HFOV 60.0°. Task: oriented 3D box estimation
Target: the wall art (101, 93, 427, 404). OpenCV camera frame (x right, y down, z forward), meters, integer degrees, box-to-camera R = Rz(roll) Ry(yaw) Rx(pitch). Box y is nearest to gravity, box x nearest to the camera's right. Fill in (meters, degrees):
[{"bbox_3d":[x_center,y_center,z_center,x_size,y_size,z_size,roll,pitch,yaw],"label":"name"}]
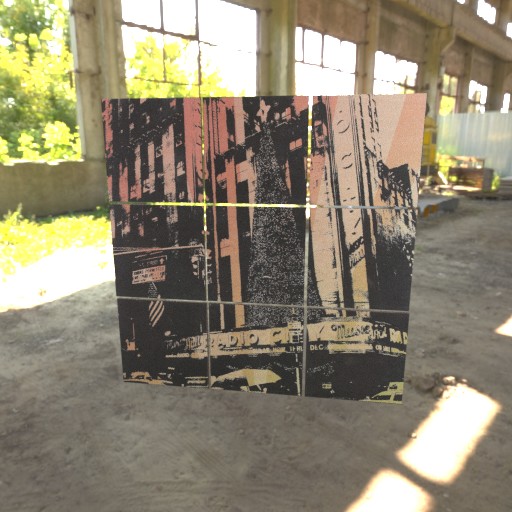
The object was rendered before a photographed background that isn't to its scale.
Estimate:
[{"bbox_3d":[0.000,0.000,1.346,0.919,0.917,0.010,2,14,8],"label":"wall art"}]
